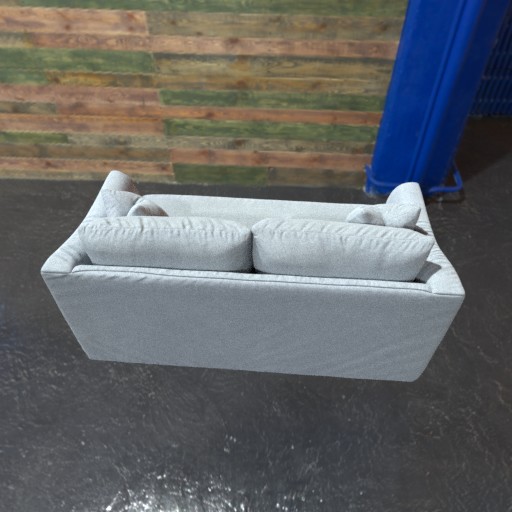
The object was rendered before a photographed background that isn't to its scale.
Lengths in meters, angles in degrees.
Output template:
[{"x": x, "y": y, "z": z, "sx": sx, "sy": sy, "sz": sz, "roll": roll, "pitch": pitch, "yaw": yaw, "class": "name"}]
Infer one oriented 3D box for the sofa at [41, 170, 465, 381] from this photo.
[{"x": 0.000, "y": 0.000, "z": 2.661, "sx": 2.010, "sy": 1.018, "sz": 1.072, "roll": 3, "pitch": 47, "yaw": 3, "class": "sofa"}]
